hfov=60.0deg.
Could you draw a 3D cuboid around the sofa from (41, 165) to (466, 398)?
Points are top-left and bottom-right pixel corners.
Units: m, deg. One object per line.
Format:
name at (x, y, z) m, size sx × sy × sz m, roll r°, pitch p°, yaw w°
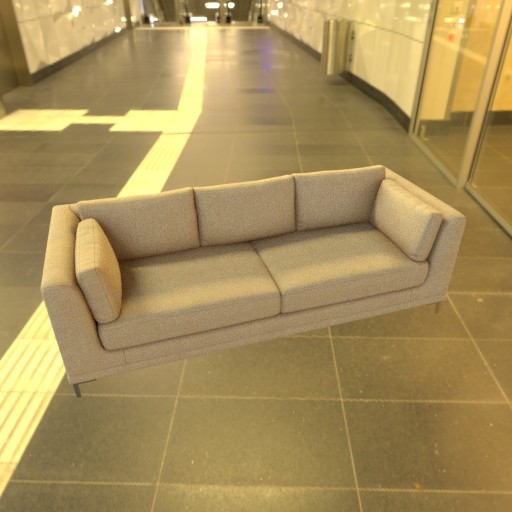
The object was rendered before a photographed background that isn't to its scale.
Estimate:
sofa at (0.000, 0.000, 2.912) m, size 2.415 × 0.867 × 0.969 m, roll -10°, pitch 33°, yaw -15°
